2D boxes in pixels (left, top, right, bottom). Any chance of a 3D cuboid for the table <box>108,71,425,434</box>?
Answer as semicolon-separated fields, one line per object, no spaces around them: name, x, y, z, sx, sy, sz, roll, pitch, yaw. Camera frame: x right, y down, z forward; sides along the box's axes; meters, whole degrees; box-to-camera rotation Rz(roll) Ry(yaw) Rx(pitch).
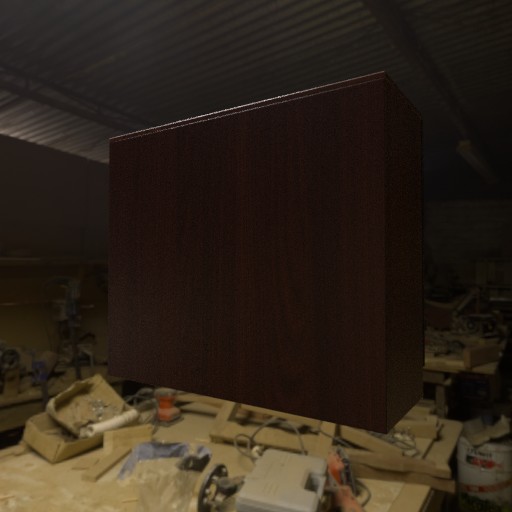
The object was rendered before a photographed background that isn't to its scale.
table;0.000;0.000;1.375;0.930;0.790;0.380;-1;-2;34
